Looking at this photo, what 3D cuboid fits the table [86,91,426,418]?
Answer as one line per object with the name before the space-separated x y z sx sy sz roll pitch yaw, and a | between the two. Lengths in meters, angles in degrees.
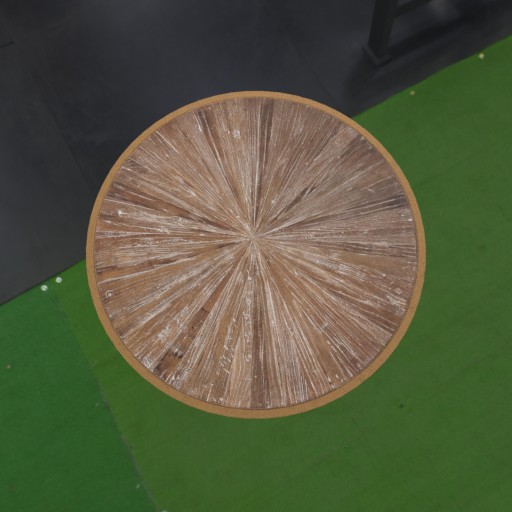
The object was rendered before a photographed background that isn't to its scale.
table | 0.000 0.000 1.502 1.001 0.409 1.001 0 76 0
